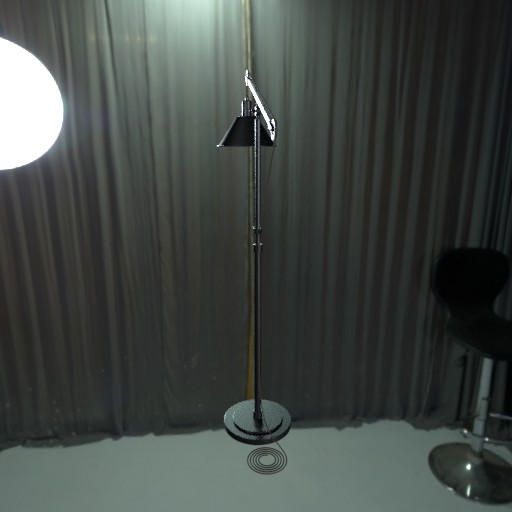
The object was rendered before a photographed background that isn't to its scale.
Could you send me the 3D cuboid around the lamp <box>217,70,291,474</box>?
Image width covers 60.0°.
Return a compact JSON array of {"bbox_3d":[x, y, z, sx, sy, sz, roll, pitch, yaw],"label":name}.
[{"bbox_3d":[0.000,0.000,1.975,0.319,1.626,0.904,-2,14,-8],"label":"lamp"}]
